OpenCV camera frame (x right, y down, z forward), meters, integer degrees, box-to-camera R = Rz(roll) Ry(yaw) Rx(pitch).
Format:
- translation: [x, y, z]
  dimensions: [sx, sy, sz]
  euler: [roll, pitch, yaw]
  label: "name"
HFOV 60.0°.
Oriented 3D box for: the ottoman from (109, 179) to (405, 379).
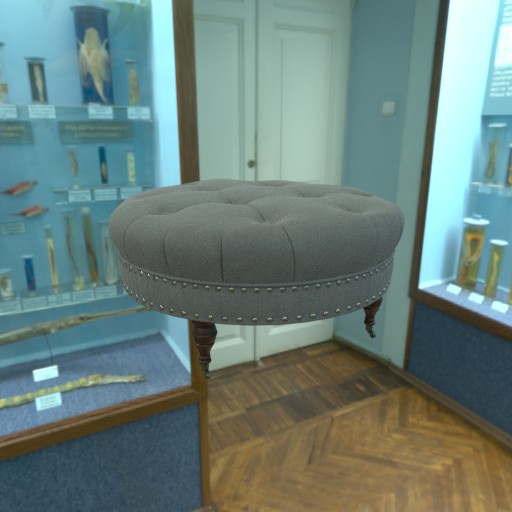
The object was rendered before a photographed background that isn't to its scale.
- translation: [0.000, 0.000, 1.436]
  dimensions: [0.901, 0.439, 0.901]
  euler: [0, 16, 0]
  label: "ottoman"
